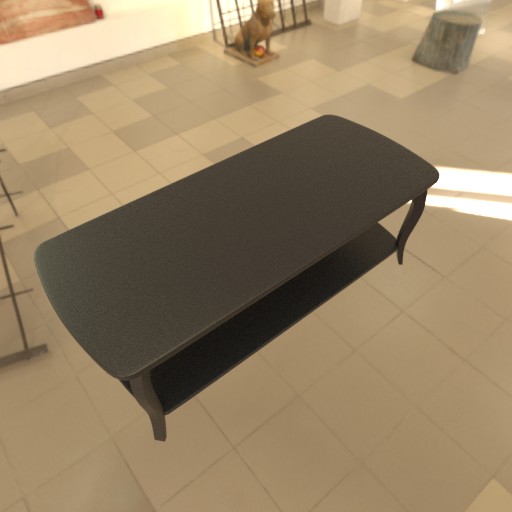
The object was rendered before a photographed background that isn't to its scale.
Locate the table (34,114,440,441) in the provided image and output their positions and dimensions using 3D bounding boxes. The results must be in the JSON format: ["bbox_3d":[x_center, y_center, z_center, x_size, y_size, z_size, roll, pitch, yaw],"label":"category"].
[{"bbox_3d":[0.000,0.000,1.603,1.333,0.457,0.571,-31,54,-26],"label":"table"}]
